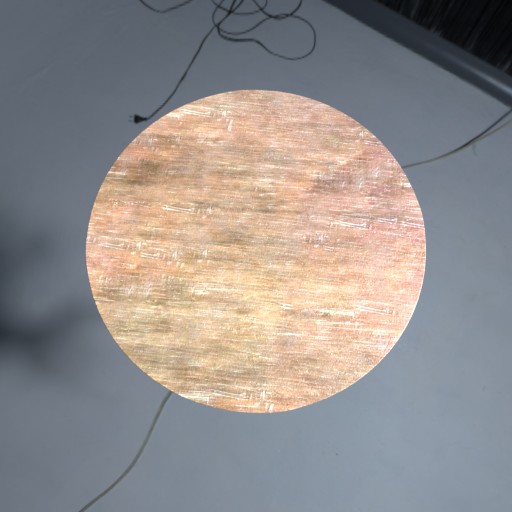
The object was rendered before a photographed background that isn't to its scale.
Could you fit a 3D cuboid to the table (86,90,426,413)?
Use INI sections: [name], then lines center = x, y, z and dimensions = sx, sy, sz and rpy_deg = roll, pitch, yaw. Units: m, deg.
[table]
center = 0.000, 0.000, 1.493
dimensions = 0.974, 0.450, 0.974
rpy_deg = 0, 73, 0
